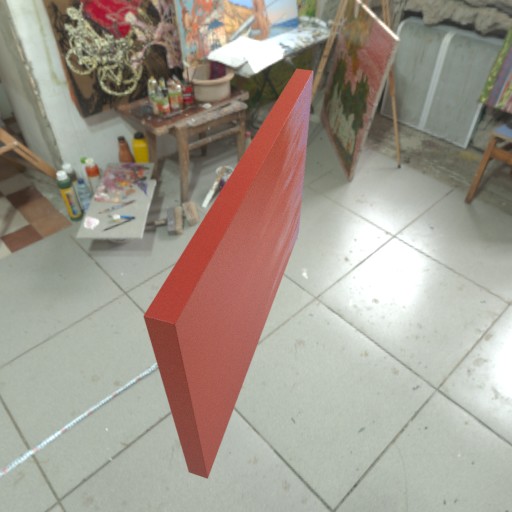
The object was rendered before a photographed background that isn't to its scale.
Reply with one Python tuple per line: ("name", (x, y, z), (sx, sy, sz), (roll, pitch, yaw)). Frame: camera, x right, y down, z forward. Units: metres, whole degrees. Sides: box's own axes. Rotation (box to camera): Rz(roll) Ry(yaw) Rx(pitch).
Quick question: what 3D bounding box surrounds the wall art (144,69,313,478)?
("wall art", (0.000, 0.000, 0.764), (0.033, 0.405, 0.607), (13, 46, 12))
